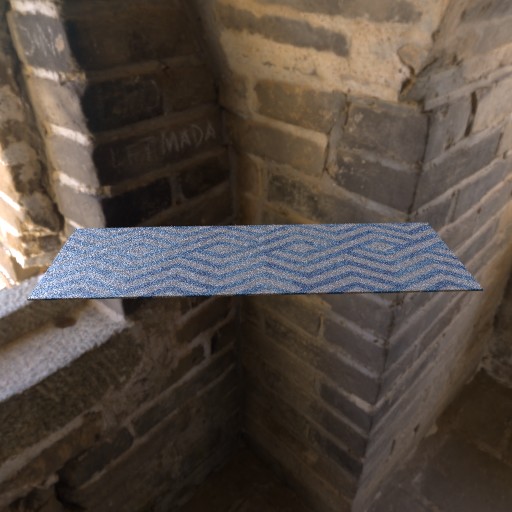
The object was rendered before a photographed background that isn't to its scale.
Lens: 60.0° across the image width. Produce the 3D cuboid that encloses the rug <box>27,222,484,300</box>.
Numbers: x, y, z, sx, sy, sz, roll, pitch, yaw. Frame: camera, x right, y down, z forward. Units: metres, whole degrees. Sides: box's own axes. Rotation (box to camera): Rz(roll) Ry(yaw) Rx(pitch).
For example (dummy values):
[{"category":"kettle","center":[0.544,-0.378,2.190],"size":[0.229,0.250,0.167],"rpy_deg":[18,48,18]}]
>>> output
[{"category":"rug","center":[0.000,0.000,1.660],"size":[1.492,0.007,0.503],"rpy_deg":[-1,31,-2]}]
